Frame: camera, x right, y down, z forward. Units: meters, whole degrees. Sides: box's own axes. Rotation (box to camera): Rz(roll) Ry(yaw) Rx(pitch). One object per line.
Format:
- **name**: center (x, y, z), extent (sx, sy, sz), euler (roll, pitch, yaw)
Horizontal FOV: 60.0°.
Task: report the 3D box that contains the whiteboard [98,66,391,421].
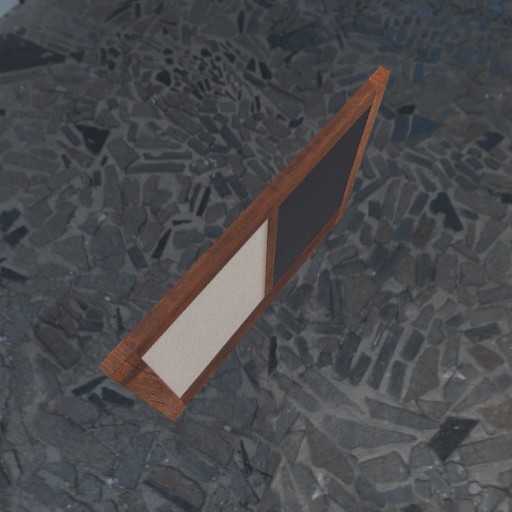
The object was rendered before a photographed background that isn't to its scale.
- **whiteboard**: center (0.000, 0.000, 1.013), extent (0.083, 0.553, 0.768), euler (35, 69, 16)
